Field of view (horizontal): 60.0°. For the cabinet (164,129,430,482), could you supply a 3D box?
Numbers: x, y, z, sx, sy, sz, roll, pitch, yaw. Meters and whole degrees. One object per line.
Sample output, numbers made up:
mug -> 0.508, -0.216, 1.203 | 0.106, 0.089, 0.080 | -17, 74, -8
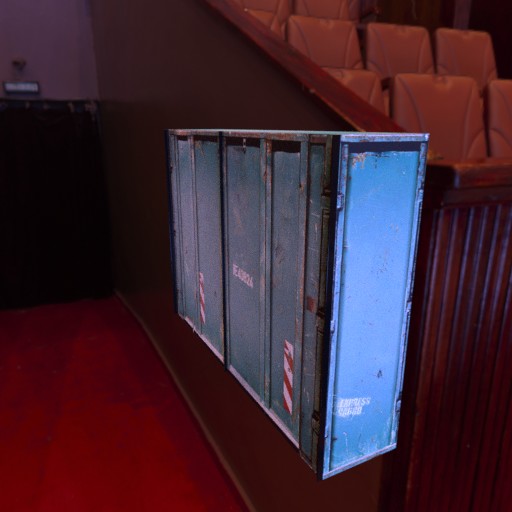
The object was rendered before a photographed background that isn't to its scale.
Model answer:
cabinet -> 0.000, 0.000, 3.975 | 0.680, 2.160, 3.001 | -8, 18, -26
